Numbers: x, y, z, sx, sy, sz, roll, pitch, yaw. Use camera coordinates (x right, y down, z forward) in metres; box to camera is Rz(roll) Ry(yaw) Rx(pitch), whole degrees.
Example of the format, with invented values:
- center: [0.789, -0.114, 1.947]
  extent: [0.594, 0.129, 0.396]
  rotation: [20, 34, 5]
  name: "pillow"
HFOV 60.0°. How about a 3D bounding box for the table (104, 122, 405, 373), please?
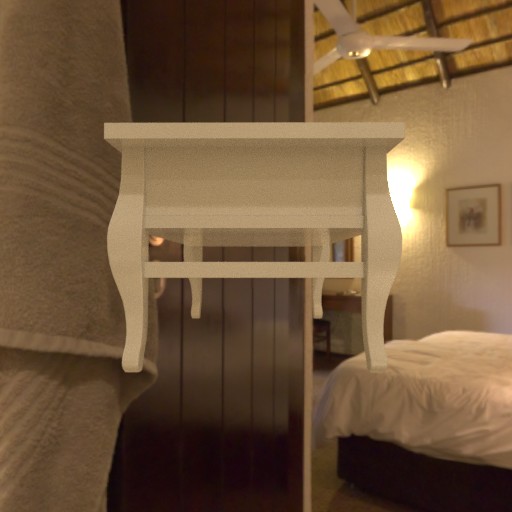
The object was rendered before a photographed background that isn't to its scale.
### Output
- center: [0.000, 0.000, 1.384]
  extent: [0.600, 0.495, 1.062]
  rotation: [0, -1, 0]
  name: "table"
